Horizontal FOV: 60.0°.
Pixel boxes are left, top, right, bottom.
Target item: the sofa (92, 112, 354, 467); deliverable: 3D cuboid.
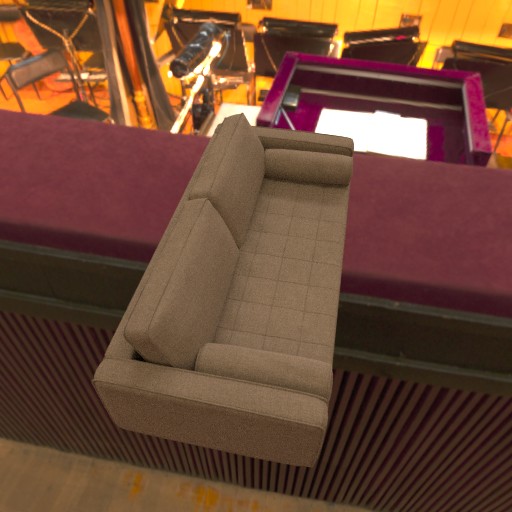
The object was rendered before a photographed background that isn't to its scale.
[{"bbox_3d":[0.000,0.000,2.348,0.914,0.762,1.879,9,48,8],"label":"sofa"}]
